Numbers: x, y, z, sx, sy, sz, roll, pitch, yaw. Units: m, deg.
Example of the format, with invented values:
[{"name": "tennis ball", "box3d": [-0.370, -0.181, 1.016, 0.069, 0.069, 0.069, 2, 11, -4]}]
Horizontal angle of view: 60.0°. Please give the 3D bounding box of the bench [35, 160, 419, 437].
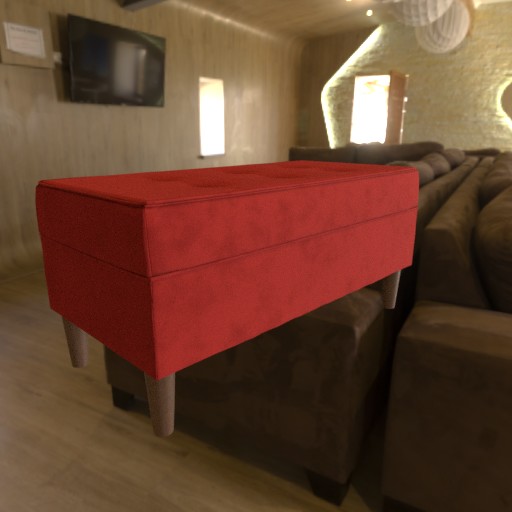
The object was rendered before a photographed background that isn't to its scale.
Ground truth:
[{"name": "bench", "box3d": [0.000, 0.000, 1.268, 0.492, 0.471, 1.016, 15, 22, 42]}]
